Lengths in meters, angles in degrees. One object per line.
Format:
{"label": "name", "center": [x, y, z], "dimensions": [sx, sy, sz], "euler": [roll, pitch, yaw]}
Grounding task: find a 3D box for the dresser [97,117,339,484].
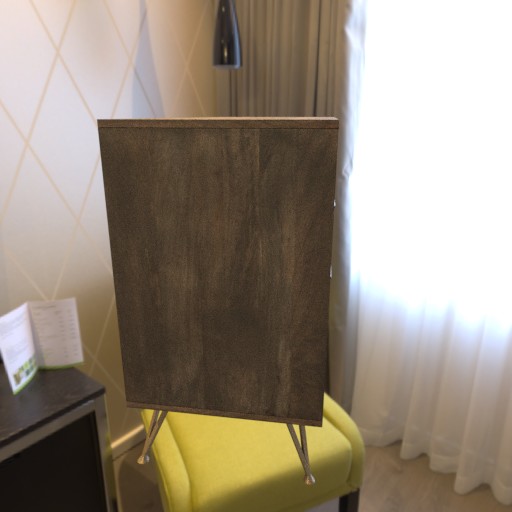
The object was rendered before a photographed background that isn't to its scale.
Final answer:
{"label": "dresser", "center": [0.000, 0.000, 1.346], "dimensions": [0.453, 0.801, 0.923], "euler": [3, 18, 9]}
